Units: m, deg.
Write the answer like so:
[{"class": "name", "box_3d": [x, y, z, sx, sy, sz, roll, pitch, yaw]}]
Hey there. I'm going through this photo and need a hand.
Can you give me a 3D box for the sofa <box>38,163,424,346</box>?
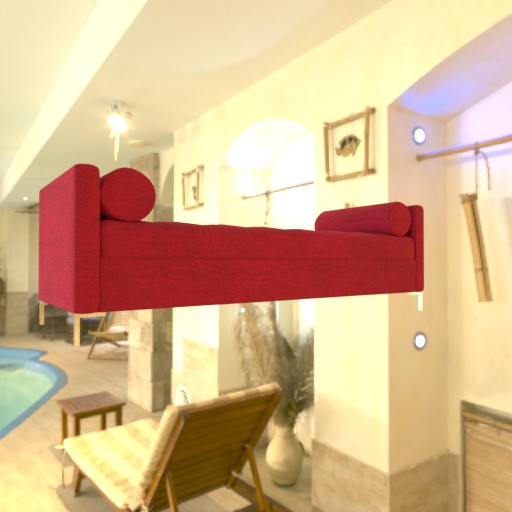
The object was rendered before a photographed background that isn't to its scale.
[{"class": "sofa", "box_3d": [0.000, 0.000, 2.337, 1.981, 0.635, 0.686, 1, -1, -35]}]
